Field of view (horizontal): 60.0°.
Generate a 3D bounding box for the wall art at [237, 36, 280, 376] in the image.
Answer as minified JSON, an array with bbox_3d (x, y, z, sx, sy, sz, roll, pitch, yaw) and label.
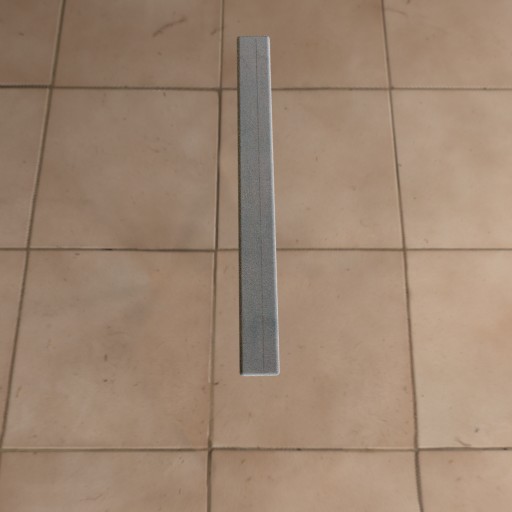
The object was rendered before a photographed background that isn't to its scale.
[{"bbox_3d":[0.000,0.000,1.185,0.061,0.911,0.609,-1,75,0],"label":"wall art"}]
